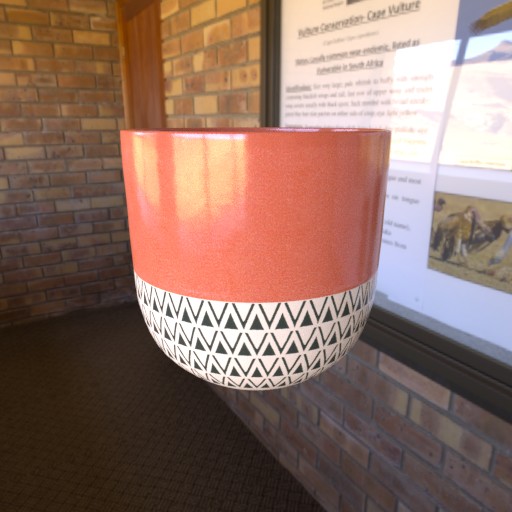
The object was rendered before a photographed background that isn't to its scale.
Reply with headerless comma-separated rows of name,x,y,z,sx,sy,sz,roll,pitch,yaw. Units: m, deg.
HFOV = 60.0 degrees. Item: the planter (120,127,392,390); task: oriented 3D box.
planter,0.000,0.000,0.490,0.266,0.270,0.266,0,17,0
